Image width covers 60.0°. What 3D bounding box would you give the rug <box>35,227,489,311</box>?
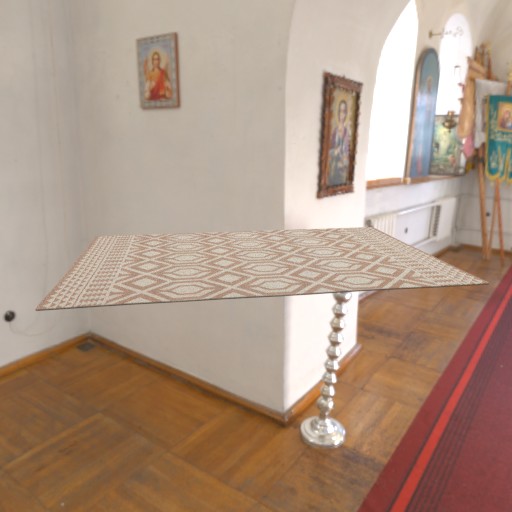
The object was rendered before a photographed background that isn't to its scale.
[{"bbox_3d":[0.000,0.000,2.334,1.829,0.008,1.219,-2,15,-9],"label":"rug"}]
